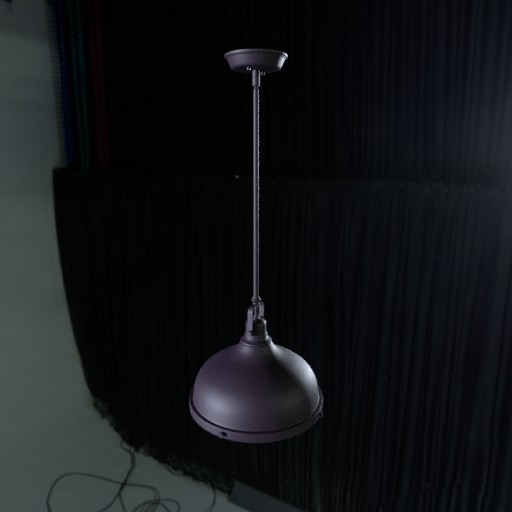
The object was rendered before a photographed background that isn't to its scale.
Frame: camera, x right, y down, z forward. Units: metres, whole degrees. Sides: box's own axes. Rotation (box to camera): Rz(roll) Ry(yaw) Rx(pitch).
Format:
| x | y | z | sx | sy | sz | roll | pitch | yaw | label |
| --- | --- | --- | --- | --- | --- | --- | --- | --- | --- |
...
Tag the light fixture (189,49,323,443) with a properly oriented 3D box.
| x | y | z | sx | sy | sz | roll | pitch | yaw | label |
| --- | --- | --- | --- | --- | --- | --- | --- | --- | --- |
| 0.000 | 0.000 | 1.012 | 0.341 | 0.849 | 0.341 | 7 | 15 | 26 | light fixture |
